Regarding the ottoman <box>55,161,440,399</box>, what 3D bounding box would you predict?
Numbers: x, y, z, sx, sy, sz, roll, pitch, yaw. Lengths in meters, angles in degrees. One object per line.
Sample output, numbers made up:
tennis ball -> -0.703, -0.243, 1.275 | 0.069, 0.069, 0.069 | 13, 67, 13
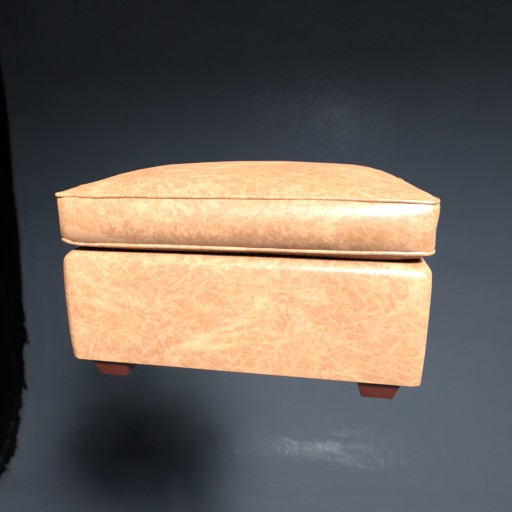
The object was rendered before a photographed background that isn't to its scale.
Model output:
ottoman -> 0.000, 0.000, 1.119 | 0.756, 0.468, 0.554 | 2, 14, 9
